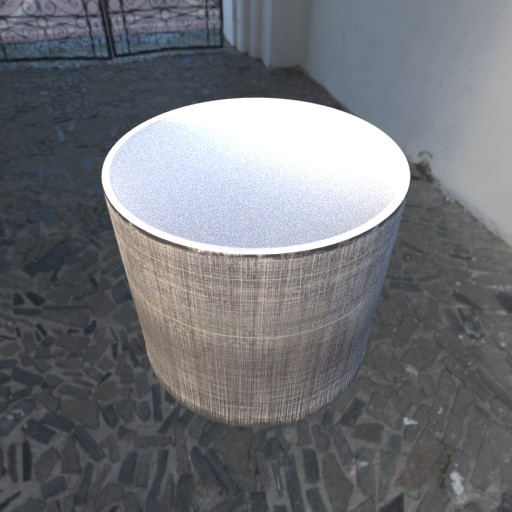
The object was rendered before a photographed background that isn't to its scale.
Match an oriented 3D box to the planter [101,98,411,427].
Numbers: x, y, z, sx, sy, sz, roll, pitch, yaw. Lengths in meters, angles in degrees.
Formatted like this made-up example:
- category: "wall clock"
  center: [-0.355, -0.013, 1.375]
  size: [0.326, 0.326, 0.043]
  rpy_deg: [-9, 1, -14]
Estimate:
- category: "planter"
  center: [0.000, 0.000, 0.315]
  size: [0.178, 0.157, 0.178]
  rpy_deg: [0, 41, 0]
